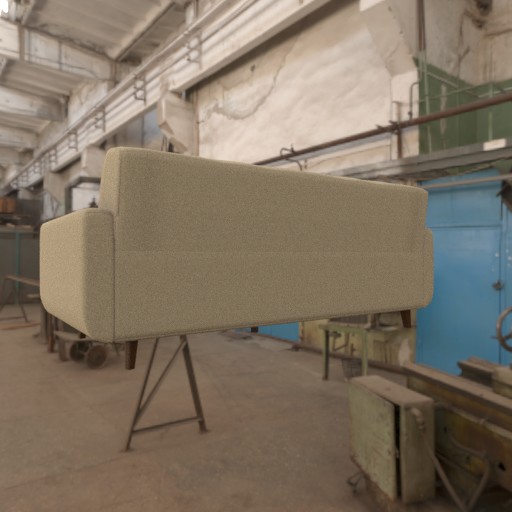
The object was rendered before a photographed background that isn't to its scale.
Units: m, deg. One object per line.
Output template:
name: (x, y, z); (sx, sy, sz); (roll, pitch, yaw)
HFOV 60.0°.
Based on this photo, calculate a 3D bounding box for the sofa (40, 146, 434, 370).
sofa: (0.000, 0.000, 2.564); (2.137, 0.892, 0.980); (0, 0, -35)
